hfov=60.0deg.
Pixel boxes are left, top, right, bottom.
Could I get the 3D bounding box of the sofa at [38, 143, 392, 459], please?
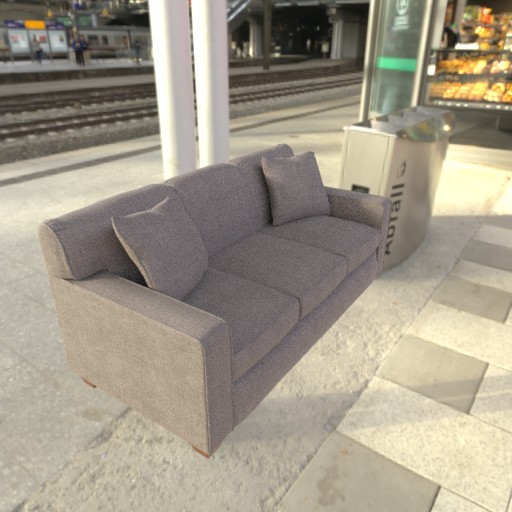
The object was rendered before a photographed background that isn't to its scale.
[{"bbox_3d":[0.000,0.000,2.621,0.997,0.958,2.024,16,30,31],"label":"sofa"}]
